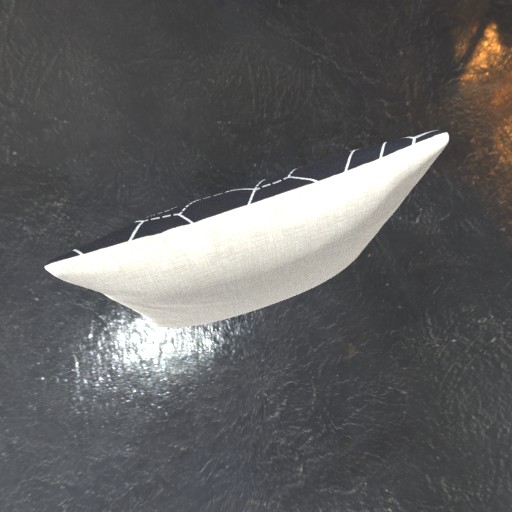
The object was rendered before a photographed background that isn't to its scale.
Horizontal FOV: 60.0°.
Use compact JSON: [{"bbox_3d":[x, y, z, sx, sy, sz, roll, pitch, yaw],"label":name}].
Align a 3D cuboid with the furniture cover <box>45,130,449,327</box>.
[{"bbox_3d":[0.000,0.000,0.774,0.517,0.508,0.158,-19,75,-5],"label":"furniture cover"}]
